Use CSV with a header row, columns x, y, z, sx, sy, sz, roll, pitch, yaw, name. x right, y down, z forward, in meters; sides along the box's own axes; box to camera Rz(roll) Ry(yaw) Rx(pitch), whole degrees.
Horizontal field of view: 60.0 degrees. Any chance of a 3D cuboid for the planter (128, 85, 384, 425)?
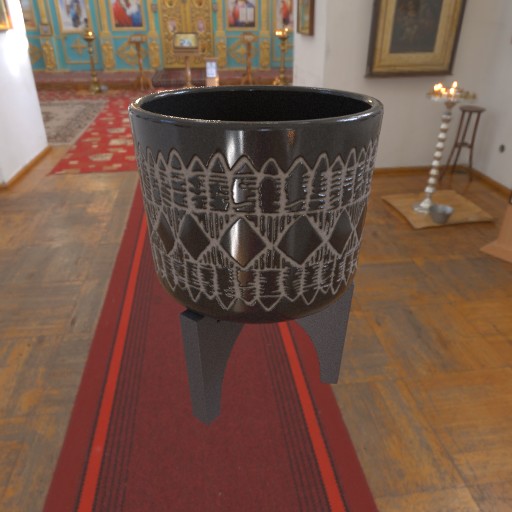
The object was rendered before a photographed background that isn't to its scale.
x,y,z,sx,sy,sz,roll,pitch,yaw,name
0.000,0.000,0.527,0.251,0.355,0.251,19,33,33,planter
